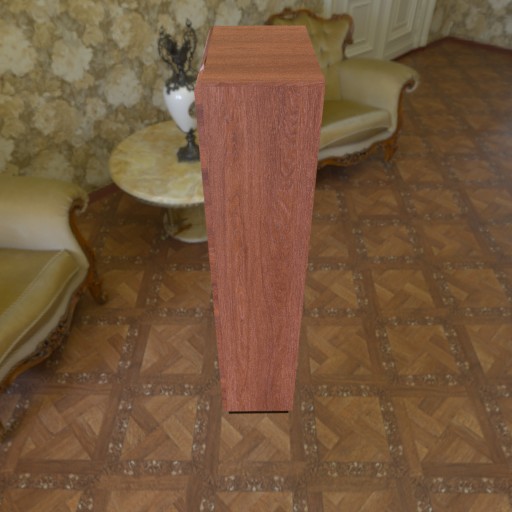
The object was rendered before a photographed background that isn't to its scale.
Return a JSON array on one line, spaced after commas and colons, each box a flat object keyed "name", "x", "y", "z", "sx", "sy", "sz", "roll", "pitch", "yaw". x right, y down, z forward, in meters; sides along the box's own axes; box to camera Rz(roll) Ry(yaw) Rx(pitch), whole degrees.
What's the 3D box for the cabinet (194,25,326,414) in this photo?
[{"name": "cabinet", "x": 0.000, "y": 0.000, "z": 2.254, "sx": 0.420, "sy": 1.980, "sz": 0.660, "roll": 0, "pitch": 41, "yaw": 0}]
